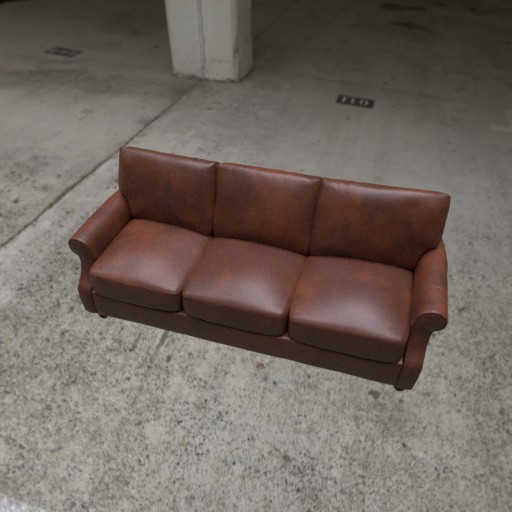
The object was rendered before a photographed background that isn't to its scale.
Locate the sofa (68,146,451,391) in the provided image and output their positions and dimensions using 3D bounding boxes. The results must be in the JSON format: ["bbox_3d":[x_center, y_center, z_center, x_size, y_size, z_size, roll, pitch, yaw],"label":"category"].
[{"bbox_3d":[0.000,0.000,2.911,2.351,0.977,0.973,11,41,13],"label":"sofa"}]
